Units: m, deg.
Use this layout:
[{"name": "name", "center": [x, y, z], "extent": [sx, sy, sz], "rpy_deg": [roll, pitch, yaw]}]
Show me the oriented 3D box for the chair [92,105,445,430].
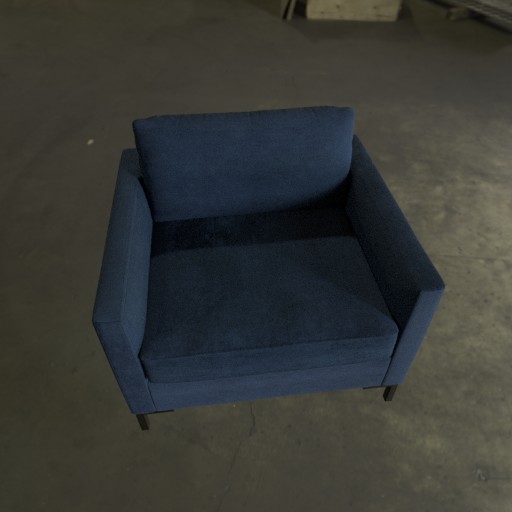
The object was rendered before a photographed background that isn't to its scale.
[{"name": "chair", "center": [0.000, 0.000, 1.584], "extent": [0.964, 0.812, 0.875], "rpy_deg": [-5, 44, -5]}]
